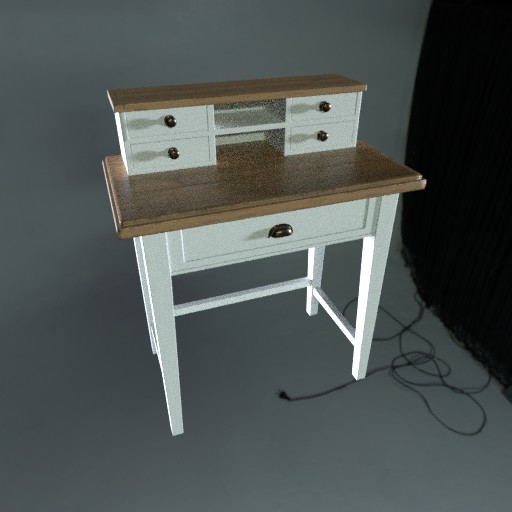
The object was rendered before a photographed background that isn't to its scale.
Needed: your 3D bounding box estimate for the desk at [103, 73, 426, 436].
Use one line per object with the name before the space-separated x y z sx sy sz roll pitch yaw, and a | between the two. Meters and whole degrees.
desk | 0.000 0.000 1.418 0.814 0.981 0.462 -11 34 -17
